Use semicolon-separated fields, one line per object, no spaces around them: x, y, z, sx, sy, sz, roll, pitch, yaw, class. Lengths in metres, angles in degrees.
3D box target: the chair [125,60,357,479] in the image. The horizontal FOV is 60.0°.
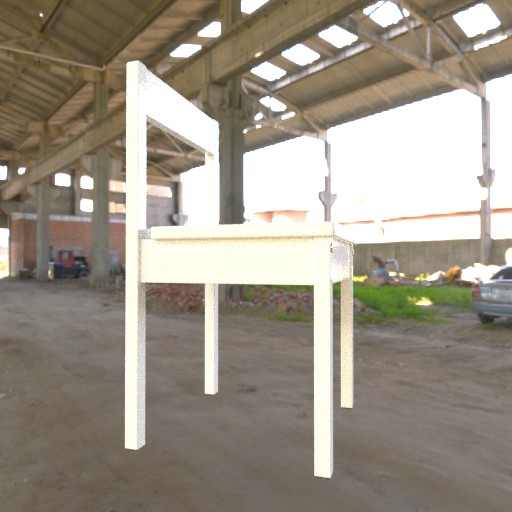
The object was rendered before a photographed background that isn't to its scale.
0.000;0.000;0.876;0.361;0.668;0.367;0;-1;18;chair
